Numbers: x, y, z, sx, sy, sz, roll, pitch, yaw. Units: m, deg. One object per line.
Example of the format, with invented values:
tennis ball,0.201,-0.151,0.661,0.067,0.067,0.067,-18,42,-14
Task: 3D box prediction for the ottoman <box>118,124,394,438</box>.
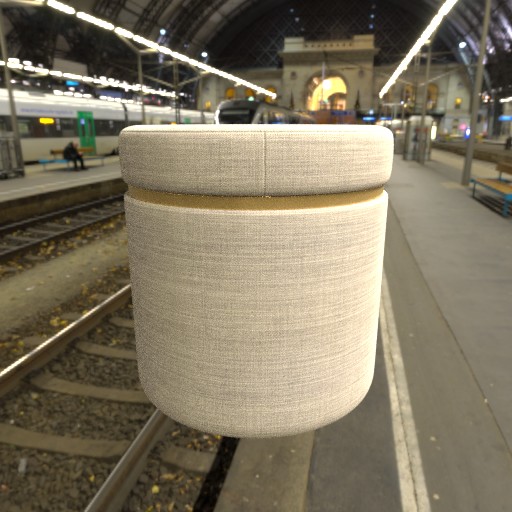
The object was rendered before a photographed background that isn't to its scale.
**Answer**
ottoman,0.000,0.000,0.719,0.400,0.406,0.400,0,16,0
